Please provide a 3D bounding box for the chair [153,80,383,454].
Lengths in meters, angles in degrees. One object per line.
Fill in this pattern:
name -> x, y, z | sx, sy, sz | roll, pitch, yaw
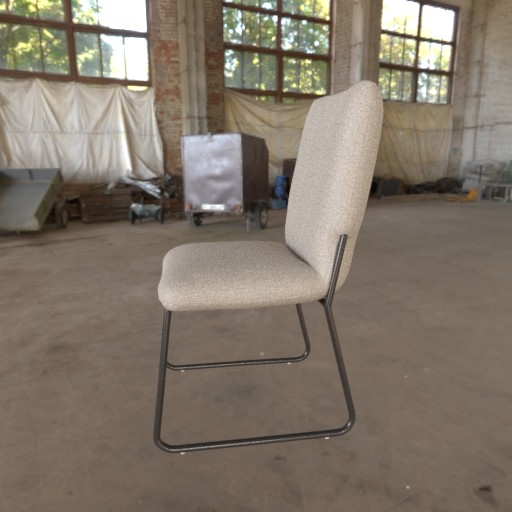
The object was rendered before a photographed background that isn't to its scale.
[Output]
chair -> 0.000, 0.000, 1.209 | 0.560, 0.864, 0.448 | -2, 13, -9
